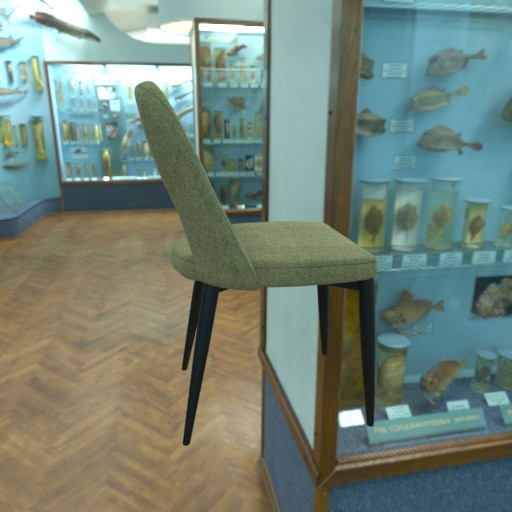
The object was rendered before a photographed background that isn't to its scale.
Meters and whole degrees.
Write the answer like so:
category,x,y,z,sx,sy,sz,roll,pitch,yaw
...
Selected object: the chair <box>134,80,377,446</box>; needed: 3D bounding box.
category,x,y,z,sx,sy,sz,roll,pitch,yaw
chair,0.000,0.000,1.287,0.612,0.931,0.470,-3,16,-9
